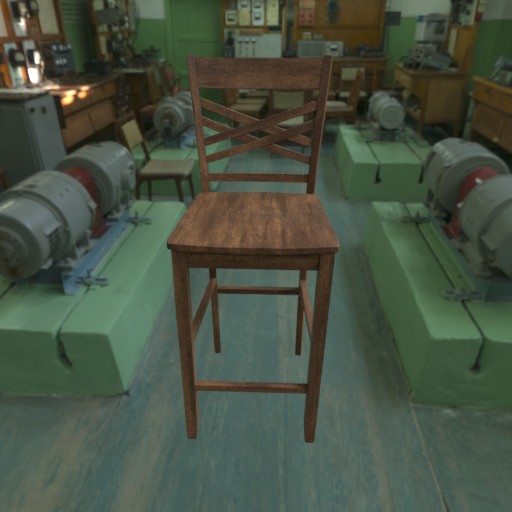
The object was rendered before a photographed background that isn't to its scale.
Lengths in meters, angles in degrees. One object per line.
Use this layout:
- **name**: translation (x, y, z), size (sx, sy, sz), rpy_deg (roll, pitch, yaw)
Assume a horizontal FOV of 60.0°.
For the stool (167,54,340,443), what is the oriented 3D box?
- **stool**: translation (0.000, 0.000, 1.371), size (0.433, 1.105, 0.487), rpy_deg (1, 29, 2)
